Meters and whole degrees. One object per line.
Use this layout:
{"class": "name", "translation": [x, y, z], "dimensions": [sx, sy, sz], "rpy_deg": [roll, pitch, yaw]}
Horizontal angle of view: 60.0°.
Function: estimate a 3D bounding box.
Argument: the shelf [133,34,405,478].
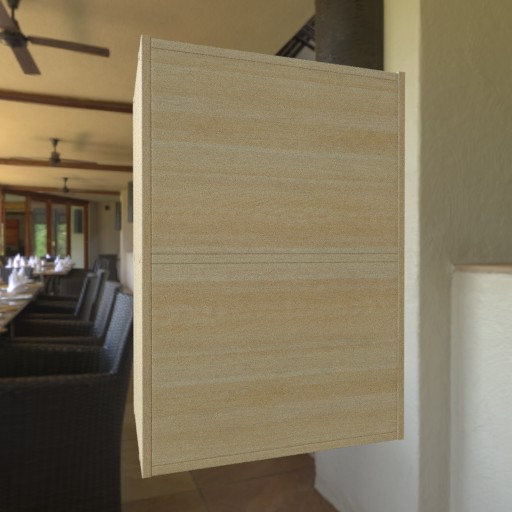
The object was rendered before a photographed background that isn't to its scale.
{"class": "shelf", "translation": [0.000, 0.000, 0.790], "dimensions": [0.414, 0.592, 0.290], "rpy_deg": [0, 1, -18]}
